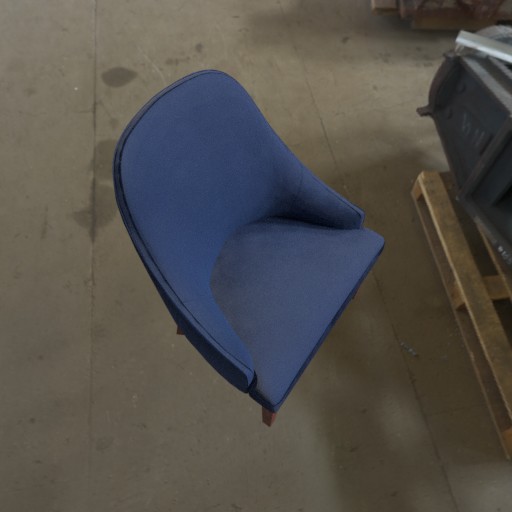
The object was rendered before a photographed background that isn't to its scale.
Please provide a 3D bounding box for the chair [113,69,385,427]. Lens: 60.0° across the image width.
[{"bbox_3d":[0.000,0.000,1.299,0.575,0.889,0.643,31,64,17],"label":"chair"}]
